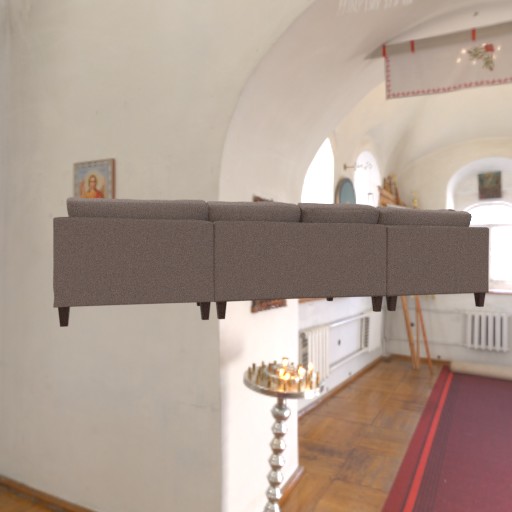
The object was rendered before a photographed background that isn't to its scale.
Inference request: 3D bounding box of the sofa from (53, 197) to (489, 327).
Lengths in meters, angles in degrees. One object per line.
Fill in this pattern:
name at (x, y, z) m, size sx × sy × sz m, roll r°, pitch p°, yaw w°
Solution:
sofa at (0.000, 0.000, 4.412) m, size 3.438 × 0.865 × 2.424 m, roll 0°, pitch 0°, yaw -18°
